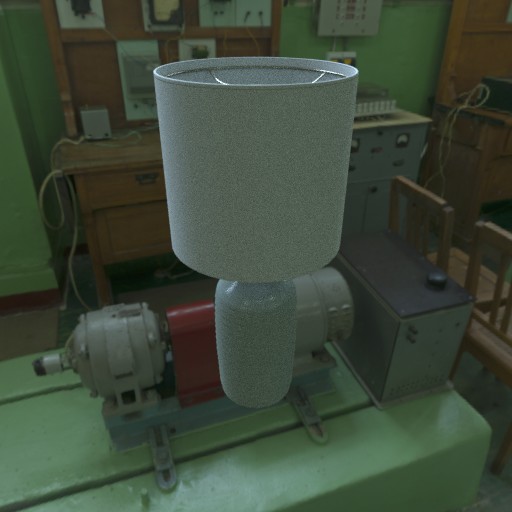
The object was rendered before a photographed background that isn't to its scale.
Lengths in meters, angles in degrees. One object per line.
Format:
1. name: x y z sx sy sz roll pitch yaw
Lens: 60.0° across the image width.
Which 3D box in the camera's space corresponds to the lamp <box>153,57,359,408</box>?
1. lamp: 0.000 0.000 0.604 0.220 0.475 0.220 -11 32 -18
